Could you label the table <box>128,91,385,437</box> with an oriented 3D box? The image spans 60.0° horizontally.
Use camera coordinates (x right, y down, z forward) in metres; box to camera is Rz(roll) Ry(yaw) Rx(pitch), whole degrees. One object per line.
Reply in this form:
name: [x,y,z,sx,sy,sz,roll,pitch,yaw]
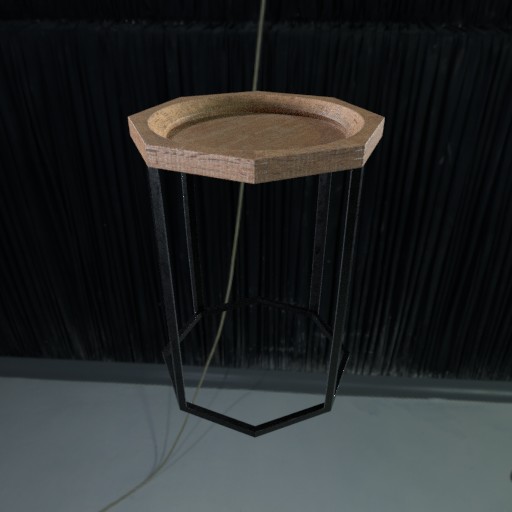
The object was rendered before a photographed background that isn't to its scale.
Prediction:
table: [0.000,0.000,0.897,0.437,0.553,0.437,0,31,0]
